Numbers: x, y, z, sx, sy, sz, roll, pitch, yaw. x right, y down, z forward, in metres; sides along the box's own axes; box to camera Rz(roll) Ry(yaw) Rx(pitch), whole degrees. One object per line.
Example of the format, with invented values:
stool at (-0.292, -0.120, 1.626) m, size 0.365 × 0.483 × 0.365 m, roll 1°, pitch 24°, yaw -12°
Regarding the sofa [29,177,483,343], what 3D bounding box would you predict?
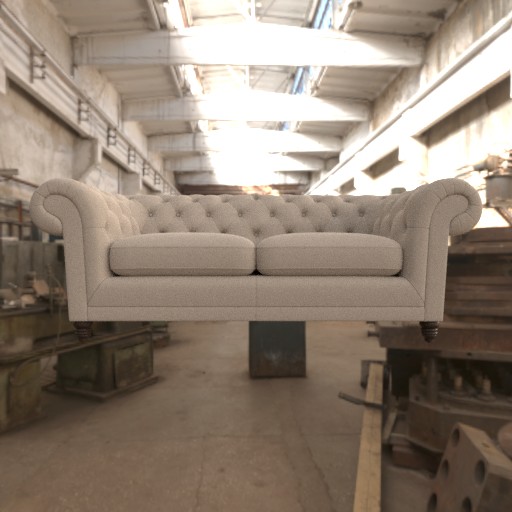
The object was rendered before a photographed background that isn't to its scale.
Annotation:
sofa at (0.000, 0.000, 2.411) m, size 1.998 × 0.764 × 0.986 m, roll 0°, pitch 0°, yaw 0°
